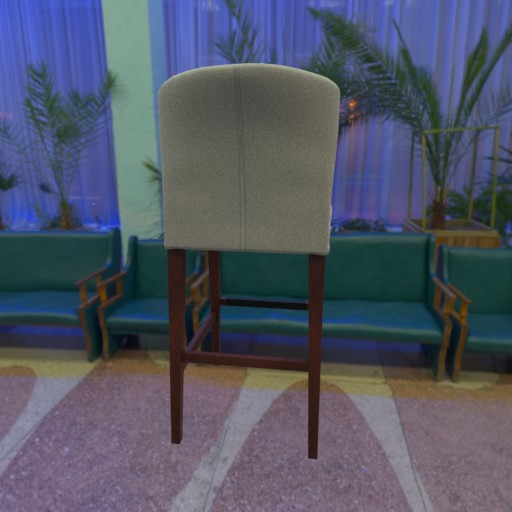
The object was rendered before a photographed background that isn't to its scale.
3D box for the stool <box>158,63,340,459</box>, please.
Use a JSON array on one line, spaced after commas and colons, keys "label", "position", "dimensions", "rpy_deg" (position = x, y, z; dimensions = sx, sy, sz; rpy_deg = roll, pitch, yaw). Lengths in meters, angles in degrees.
[{"label": "stool", "position": [0.000, 0.000, 1.423], "dimensions": [0.479, 1.069, 0.568], "rpy_deg": [2, 15, 9]}]
